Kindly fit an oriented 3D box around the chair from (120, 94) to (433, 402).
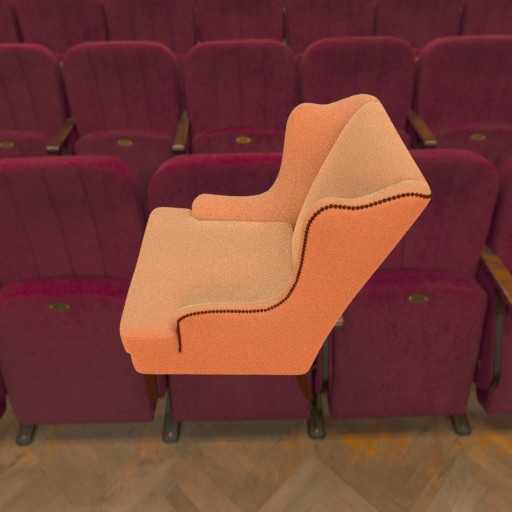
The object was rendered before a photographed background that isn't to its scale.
[{"bbox_3d":[0.000,0.000,1.717,0.940,1.029,0.737,-1,41,-1],"label":"chair"}]
